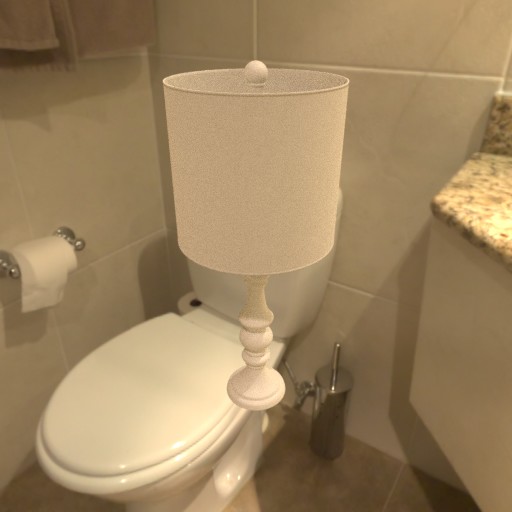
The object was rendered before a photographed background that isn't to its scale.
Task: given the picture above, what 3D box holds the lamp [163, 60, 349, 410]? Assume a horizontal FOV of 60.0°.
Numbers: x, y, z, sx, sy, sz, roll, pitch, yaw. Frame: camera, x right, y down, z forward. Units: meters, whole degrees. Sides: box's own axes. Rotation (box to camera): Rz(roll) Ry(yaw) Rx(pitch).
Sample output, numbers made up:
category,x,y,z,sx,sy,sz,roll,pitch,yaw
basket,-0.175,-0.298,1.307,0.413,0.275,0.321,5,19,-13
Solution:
category,x,y,z,sx,sy,sz,roll,pitch,yaw
lamp,0.000,0.000,0.737,0.250,0.597,0.250,-1,29,-3
